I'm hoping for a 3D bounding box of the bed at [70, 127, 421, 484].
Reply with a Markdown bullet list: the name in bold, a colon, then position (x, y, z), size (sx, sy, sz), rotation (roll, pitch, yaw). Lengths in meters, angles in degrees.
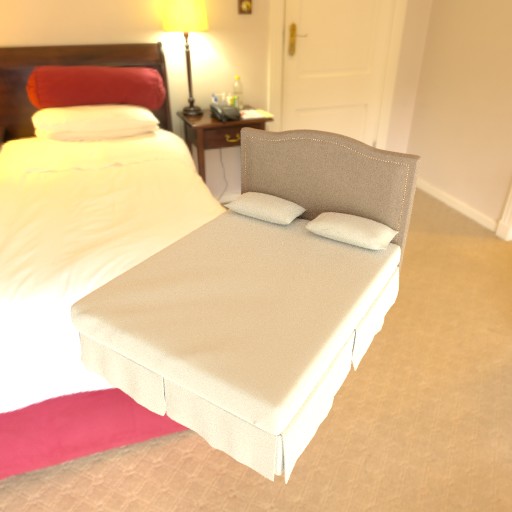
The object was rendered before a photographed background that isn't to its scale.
- **bed**: position (0.000, 0.000, 3.428), size (1.821, 1.436, 2.282), rotation (18, 35, 28)
